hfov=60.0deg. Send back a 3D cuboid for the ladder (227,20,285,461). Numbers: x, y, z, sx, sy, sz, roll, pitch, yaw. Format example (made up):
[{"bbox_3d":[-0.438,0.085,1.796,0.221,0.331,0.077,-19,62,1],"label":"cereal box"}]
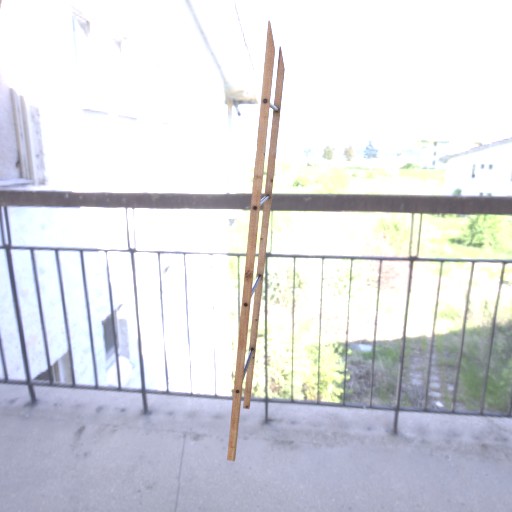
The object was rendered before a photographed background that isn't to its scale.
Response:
[{"bbox_3d":[0.000,0.000,1.981,0.200,1.805,0.442,2,14,8],"label":"ladder"}]
